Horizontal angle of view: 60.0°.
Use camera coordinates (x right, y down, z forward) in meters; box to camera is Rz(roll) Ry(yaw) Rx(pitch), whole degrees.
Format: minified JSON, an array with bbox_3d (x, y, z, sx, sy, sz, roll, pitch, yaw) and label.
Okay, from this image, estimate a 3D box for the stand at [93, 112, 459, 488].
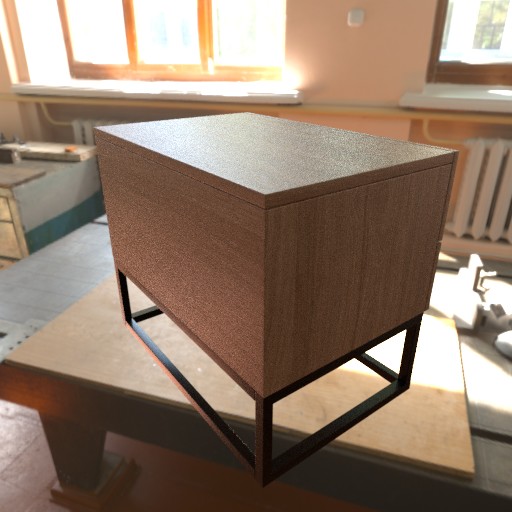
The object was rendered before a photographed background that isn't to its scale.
[{"bbox_3d":[0.000,0.000,0.949,0.420,0.500,0.600,-18,30,-33],"label":"stand"}]
